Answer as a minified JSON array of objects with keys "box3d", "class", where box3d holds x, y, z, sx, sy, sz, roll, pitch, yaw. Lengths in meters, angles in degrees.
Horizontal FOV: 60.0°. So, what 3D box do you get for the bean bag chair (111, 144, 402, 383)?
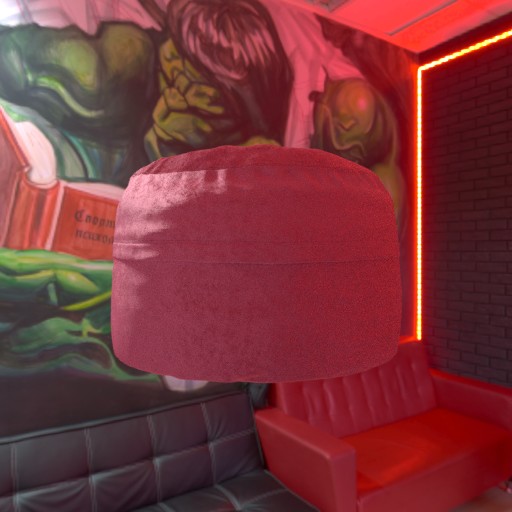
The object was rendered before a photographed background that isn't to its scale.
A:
[{"box3d":[0.000,0.000,1.932,1.218,0.788,1.218,0,0,0],"class":"bean bag chair"}]
